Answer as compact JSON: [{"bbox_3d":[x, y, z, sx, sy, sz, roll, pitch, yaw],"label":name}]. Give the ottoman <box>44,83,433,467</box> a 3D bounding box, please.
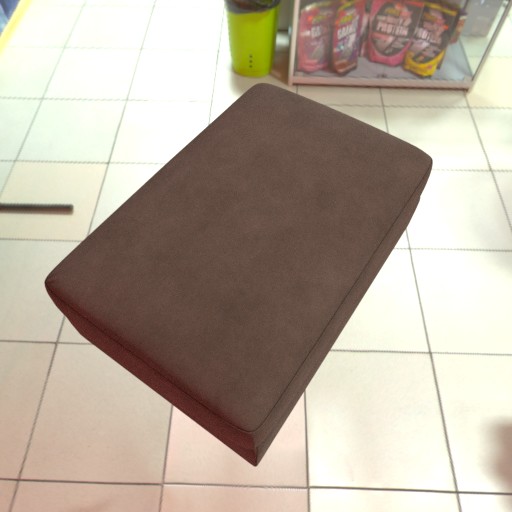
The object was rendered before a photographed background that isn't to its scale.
[{"bbox_3d":[0.000,0.000,1.196,0.584,0.483,0.864,30,62,18],"label":"ottoman"}]
